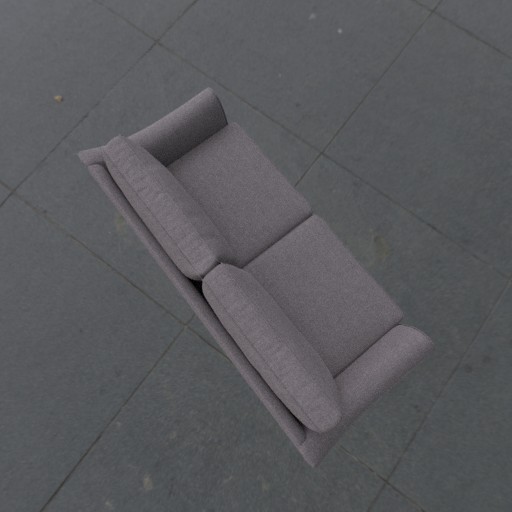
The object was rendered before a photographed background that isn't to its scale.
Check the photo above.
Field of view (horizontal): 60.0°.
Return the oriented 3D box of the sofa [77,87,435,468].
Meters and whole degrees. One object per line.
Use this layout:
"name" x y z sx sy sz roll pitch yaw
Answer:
"sofa" 0.000 0.000 2.772 1.013 0.976 2.203 -37 78 -9
